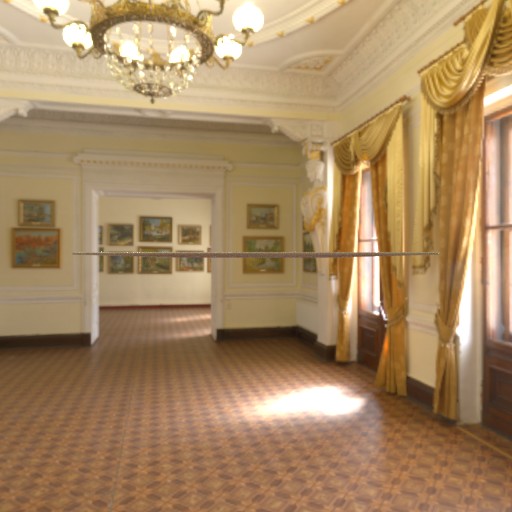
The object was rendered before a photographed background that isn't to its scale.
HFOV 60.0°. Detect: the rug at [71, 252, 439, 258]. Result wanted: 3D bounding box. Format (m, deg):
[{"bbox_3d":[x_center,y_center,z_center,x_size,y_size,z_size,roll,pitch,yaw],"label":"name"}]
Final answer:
[{"bbox_3d":[0.000,0.000,1.096,0.556,0.004,0.868,0,-1,0],"label":"rug"}]
